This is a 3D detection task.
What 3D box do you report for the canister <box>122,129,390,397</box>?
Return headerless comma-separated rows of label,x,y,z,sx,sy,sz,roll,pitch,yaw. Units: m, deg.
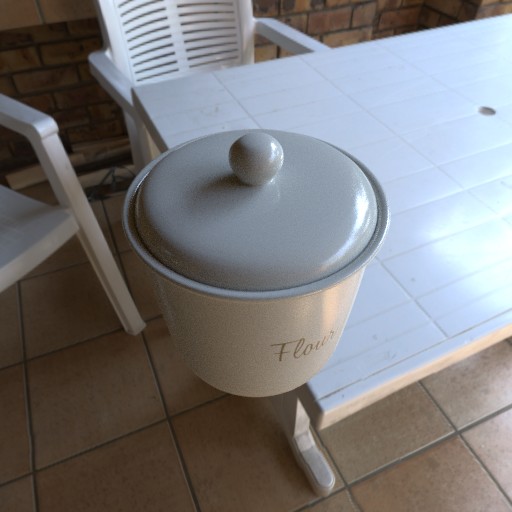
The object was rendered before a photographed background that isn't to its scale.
canister,0.000,0.000,0.348,0.182,0.208,0.182,0,46,0
